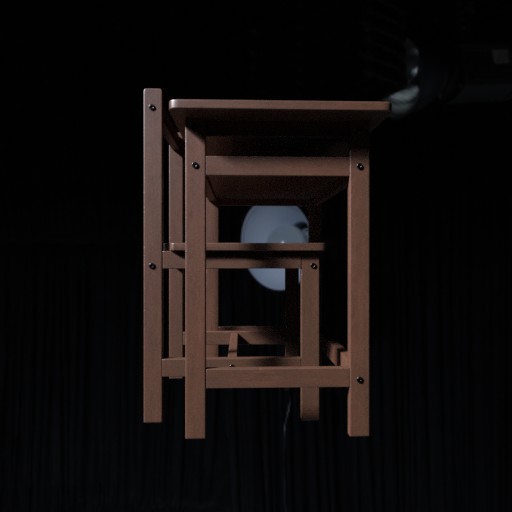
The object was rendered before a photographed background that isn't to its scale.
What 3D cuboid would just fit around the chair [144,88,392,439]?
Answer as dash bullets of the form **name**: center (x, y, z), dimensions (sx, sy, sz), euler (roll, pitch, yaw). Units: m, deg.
- **chair**: center (0.000, 0.000, 1.065), dimensions (0.463, 0.673, 0.599), euler (0, 0, -2)
